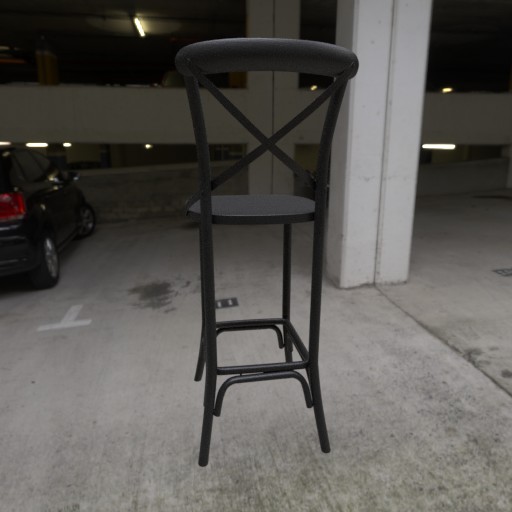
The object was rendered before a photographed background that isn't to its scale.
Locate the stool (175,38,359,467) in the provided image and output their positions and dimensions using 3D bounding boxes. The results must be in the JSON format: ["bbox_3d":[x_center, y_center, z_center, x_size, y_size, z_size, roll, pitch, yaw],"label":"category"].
[{"bbox_3d":[0.000,0.000,1.427,0.457,1.168,0.584,-2,15,-9],"label":"stool"}]
